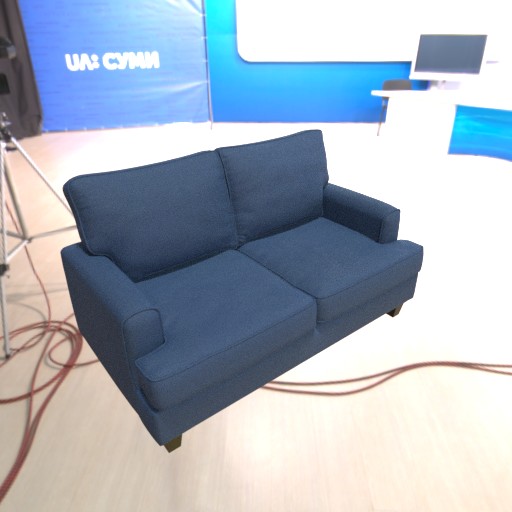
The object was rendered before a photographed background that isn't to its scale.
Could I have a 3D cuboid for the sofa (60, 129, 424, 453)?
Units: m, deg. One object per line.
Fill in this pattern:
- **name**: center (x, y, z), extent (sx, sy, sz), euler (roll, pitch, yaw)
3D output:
- **sofa**: center (0.000, 0.000, 2.249), extent (1.651, 0.965, 0.965), euler (-21, 35, -33)
